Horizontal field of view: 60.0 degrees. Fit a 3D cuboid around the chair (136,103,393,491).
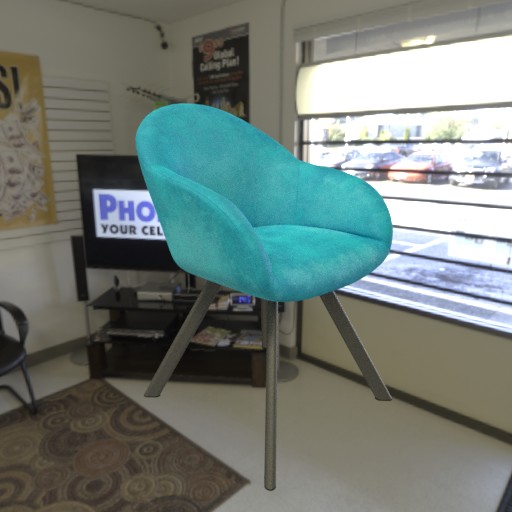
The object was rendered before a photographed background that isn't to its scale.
[{"bbox_3d":[0.000,0.000,1.171,0.550,0.795,0.590,-13,19,-42],"label":"chair"}]
